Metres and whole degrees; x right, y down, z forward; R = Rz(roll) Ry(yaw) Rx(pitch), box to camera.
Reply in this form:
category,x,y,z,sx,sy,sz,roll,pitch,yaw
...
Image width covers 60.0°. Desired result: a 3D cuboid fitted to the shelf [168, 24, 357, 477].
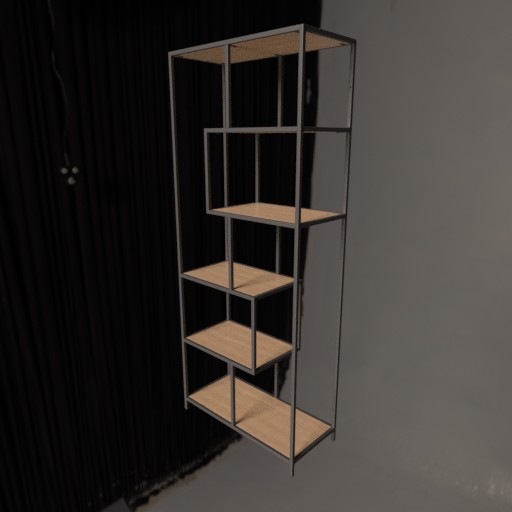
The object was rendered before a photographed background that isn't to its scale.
category,x,y,z,sx,sy,sz,roll,pitch,yaw
shelf,0.000,0.000,2.128,0.770,1.850,0.350,14,20,41
